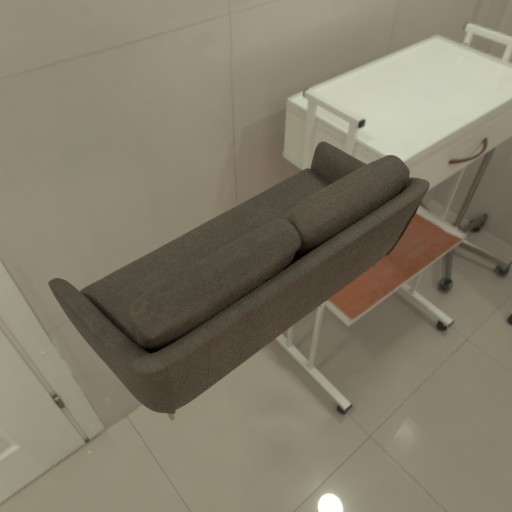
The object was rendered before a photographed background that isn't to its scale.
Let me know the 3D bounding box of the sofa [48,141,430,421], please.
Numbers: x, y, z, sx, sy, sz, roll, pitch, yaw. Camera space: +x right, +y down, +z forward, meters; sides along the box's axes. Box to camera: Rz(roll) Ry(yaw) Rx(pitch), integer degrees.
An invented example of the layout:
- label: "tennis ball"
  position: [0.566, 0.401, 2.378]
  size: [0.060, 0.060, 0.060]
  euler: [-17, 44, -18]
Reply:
- label: "sofa"
  position: [0.000, 0.000, 2.575]
  size: [2.036, 0.902, 0.960]
  euler: [-32, 54, -26]
